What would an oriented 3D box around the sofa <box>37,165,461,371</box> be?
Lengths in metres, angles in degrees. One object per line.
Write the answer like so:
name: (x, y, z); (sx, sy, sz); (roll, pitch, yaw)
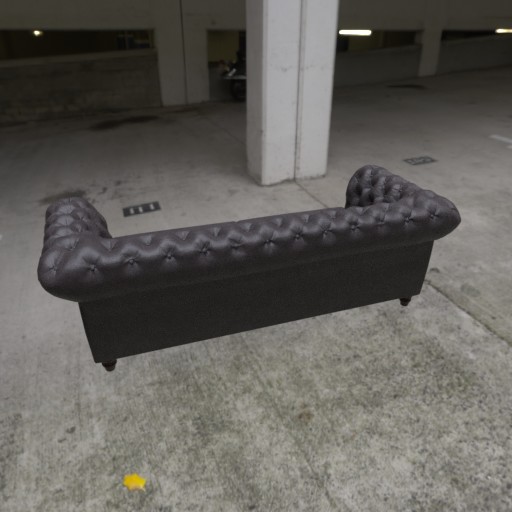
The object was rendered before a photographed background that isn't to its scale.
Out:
sofa: (0.000, 0.000, 2.785); (2.385, 0.783, 0.944); (-9, 29, -17)
